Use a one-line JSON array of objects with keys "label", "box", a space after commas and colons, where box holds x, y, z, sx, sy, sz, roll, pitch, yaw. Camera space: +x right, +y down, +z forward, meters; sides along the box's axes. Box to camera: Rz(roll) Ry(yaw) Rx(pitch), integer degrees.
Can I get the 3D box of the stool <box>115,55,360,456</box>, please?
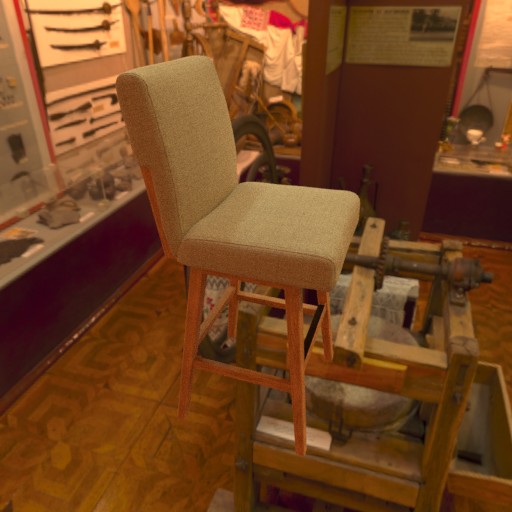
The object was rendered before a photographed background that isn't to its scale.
[{"label": "stool", "box": [0.000, 0.000, 1.389, 0.569, 1.106, 0.483, 10, 31, 17]}]
